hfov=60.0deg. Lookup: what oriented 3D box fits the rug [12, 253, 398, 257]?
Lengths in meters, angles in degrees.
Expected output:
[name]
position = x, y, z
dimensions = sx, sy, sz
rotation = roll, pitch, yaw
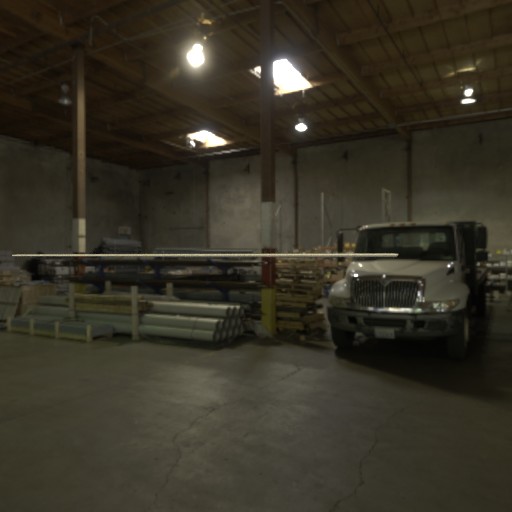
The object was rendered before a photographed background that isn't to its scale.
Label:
[rug]
position = 0.000, 0.000, 3.914
dimensions = 2.380, 0.008, 2.977
rotation = 0, 0, 17
